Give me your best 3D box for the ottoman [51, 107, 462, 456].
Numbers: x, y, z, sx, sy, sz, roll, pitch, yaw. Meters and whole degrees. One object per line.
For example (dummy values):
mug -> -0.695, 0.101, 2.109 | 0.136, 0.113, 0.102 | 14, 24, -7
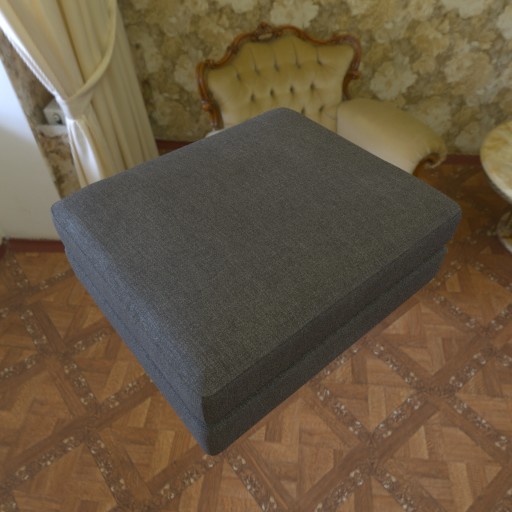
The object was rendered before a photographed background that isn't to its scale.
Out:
ottoman -> 0.000, 0.000, 1.238 | 0.821, 0.474, 0.693 | -31, 54, -26
